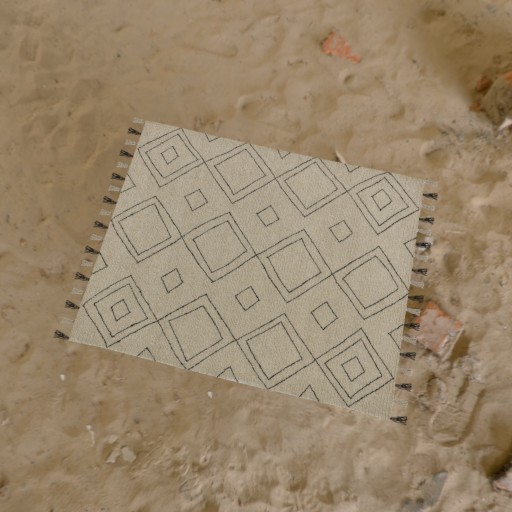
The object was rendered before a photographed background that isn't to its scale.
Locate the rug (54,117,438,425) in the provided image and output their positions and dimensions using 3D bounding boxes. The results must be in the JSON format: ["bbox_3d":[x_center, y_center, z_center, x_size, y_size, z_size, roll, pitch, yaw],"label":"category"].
[{"bbox_3d":[0.000,0.000,4.225,3.221,0.026,2.342,13,74,4],"label":"rug"}]
